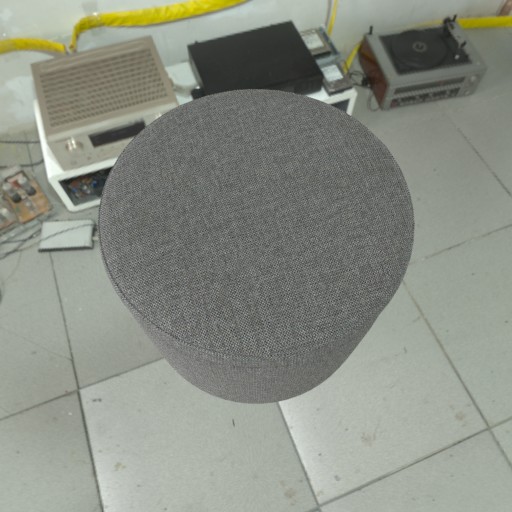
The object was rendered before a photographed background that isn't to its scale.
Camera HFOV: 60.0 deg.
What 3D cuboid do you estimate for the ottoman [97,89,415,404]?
[{"bbox_3d":[0.000,0.000,0.892,0.520,0.430,0.520,0,63,0],"label":"ottoman"}]
